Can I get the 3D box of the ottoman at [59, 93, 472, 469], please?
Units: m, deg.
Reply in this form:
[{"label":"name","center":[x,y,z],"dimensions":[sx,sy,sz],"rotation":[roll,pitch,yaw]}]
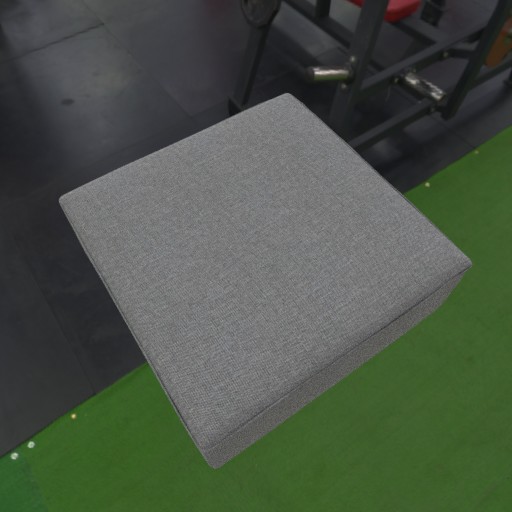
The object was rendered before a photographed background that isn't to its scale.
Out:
[{"label":"ottoman","center":[0.000,0.000,1.612],"dimensions":[1.023,0.423,1.017],"rotation":[-30,63,-17]}]
